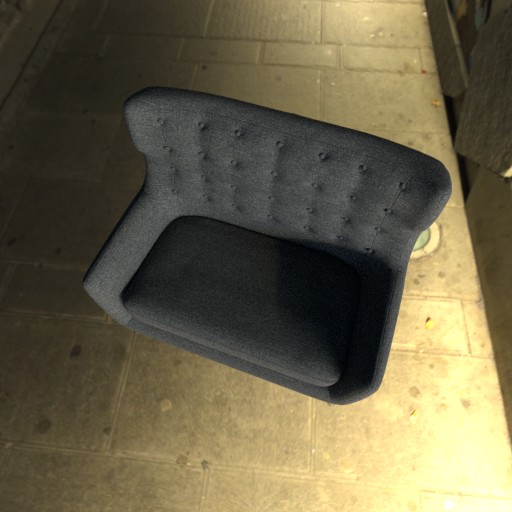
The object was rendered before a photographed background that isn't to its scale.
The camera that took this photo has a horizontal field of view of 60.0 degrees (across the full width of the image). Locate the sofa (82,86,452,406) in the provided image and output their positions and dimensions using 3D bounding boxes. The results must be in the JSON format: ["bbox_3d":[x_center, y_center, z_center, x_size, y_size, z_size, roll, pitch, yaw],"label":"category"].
[{"bbox_3d":[0.000,0.000,2.036,1.358,1.028,0.874,18,61,10],"label":"sofa"}]
